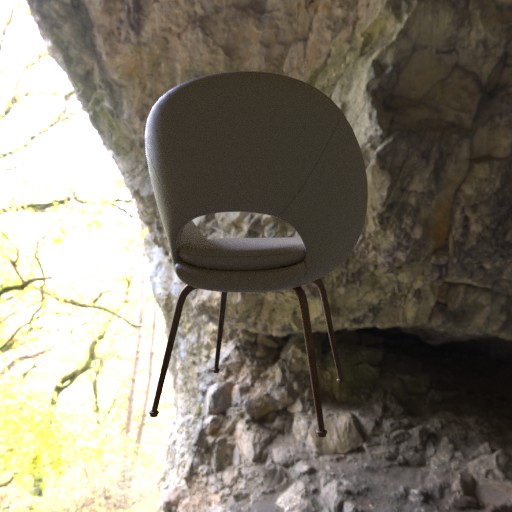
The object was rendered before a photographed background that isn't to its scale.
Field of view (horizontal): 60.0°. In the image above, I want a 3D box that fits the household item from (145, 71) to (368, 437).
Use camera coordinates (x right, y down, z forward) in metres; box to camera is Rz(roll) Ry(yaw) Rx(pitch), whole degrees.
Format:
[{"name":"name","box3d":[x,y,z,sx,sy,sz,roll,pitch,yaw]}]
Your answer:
[{"name":"household item","box3d":[0.000,0.000,1.281,0.623,0.852,0.573,0,1,17]}]
